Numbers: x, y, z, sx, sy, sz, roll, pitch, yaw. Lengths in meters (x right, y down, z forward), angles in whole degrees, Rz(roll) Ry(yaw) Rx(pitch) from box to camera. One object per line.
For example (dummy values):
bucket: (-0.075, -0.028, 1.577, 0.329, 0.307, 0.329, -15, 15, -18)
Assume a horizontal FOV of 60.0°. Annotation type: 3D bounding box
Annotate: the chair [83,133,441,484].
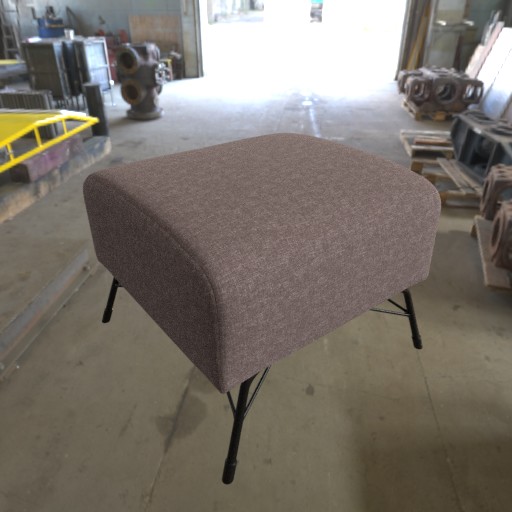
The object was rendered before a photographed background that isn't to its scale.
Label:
chair: (0.000, 0.000, 0.917, 0.530, 0.410, 0.530, -21, 36, -32)
